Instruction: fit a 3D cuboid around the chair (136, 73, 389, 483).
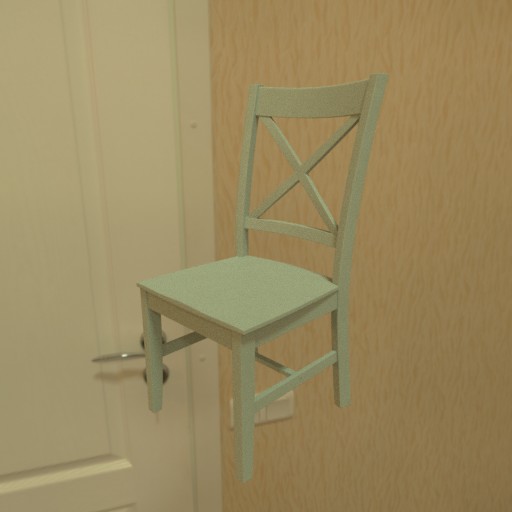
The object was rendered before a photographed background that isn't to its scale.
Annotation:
[{"bbox_3d":[0.000,0.000,1.285,0.485,0.983,0.542,16,23,42],"label":"chair"}]
